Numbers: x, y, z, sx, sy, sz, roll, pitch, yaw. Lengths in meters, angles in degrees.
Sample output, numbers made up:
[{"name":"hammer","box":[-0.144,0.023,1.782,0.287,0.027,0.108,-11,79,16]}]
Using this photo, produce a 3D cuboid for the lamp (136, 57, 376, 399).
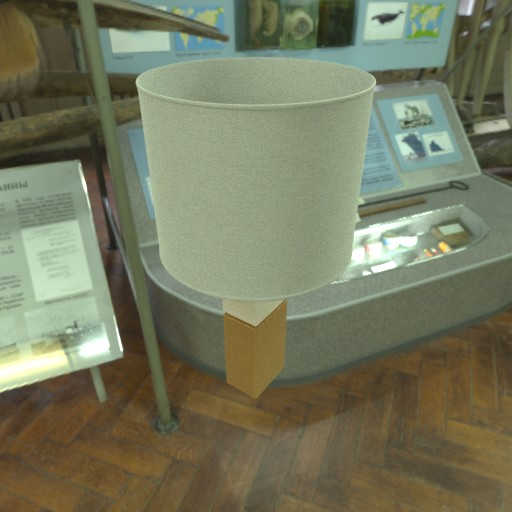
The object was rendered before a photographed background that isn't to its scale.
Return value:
[{"name":"lamp","box":[0.000,0.000,0.545,0.229,0.417,0.229,21,38,29]}]
